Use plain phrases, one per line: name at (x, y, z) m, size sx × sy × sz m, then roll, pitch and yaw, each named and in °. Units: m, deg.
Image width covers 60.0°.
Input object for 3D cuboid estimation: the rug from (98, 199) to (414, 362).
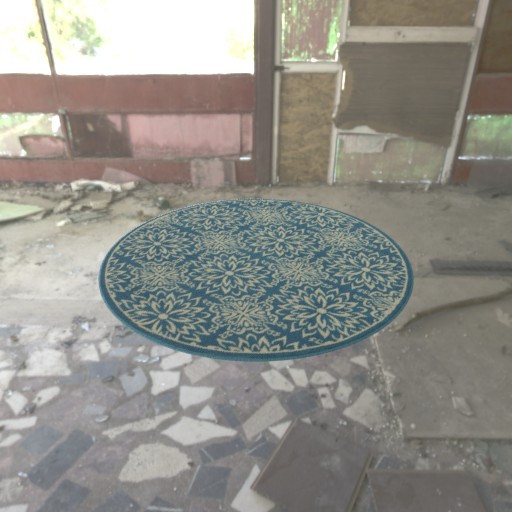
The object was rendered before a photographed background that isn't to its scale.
rug at (0.000, 0.000, 2.342) m, size 1.593 × 0.012 × 1.593 m, roll 0°, pitch 29°, yaw 0°
